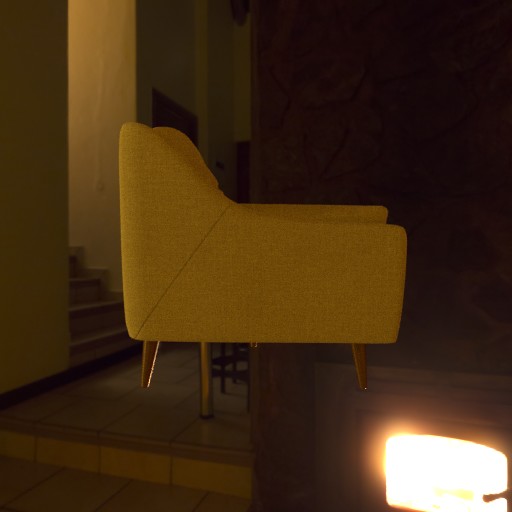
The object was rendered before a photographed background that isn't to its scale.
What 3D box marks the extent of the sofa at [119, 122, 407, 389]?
[{"bbox_3d":[0.000,0.000,2.156,0.965,0.888,1.652,0,0,-2],"label":"sofa"}]
